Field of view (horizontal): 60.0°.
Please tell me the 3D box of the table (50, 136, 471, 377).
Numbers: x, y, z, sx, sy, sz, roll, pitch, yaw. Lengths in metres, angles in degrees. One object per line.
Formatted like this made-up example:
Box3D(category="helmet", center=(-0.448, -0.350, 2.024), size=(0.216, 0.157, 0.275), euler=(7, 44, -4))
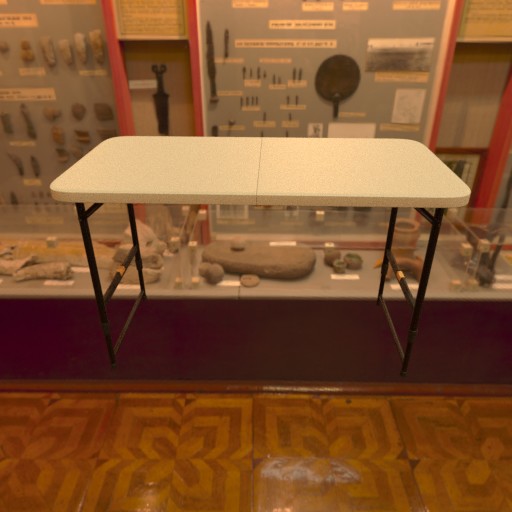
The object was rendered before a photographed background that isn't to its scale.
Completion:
Box3D(category="table", center=(0.000, 0.000, 1.668), size=(1.245, 0.737, 0.611), euler=(1, 30, 2))
